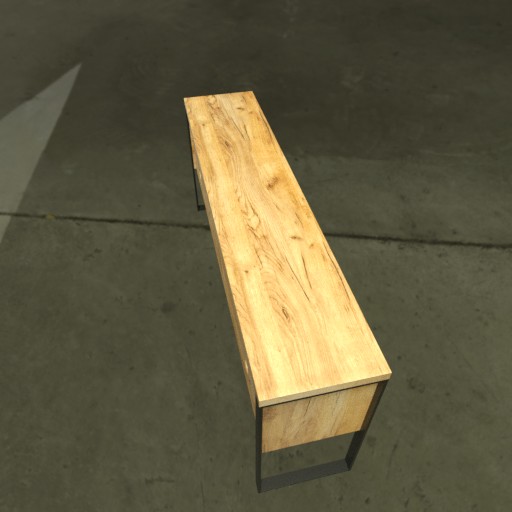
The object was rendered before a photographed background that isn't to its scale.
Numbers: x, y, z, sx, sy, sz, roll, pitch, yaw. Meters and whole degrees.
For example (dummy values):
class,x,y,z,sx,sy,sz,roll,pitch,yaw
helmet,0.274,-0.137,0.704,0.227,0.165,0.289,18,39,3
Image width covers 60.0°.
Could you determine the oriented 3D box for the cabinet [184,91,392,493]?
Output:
class,x,y,z,sx,sy,sz,roll,pitch,yaw
cabinet,0.000,0.000,2.099,0.395,0.762,1.800,-9,46,-9
